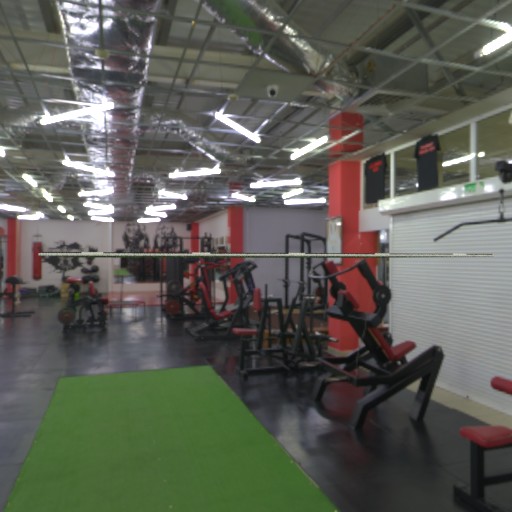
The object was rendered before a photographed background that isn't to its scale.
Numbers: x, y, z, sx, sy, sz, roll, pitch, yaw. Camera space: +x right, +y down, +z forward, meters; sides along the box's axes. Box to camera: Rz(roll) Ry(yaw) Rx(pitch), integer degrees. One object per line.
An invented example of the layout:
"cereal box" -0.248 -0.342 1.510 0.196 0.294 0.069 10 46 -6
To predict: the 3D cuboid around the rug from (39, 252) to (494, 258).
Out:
"rug" 0.000 0.000 2.872 2.286 0.016 1.555 0 0 -16
